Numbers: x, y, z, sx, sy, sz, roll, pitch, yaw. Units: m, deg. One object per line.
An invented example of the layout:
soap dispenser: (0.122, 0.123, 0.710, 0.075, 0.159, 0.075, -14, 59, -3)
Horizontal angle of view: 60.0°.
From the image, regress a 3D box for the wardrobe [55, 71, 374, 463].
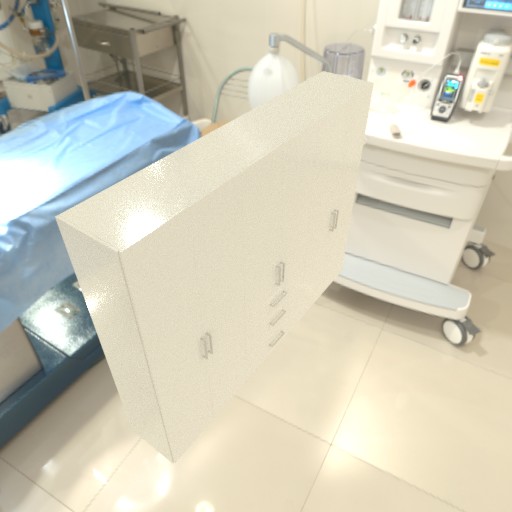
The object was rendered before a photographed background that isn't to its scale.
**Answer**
wardrobe: (0.000, 0.000, 4.024, 0.580, 2.360, 3.000, 25, 47, 27)
